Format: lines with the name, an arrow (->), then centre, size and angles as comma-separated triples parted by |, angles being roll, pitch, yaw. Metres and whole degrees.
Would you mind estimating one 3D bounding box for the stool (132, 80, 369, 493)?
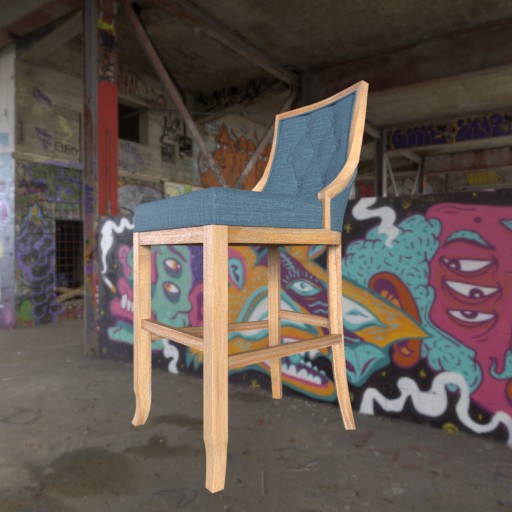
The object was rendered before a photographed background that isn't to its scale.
stool -> 0.000, 0.000, 1.418 | 0.626, 1.101, 0.524 | 0, 1, -36
